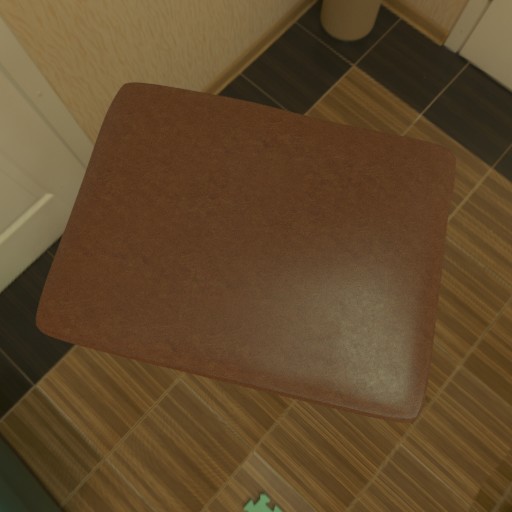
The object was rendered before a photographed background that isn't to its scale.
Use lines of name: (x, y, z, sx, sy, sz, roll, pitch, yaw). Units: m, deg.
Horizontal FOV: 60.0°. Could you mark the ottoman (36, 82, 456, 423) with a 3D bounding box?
ottoman: (0.000, 0.000, 1.177, 0.851, 0.485, 0.650, 13, 76, 3)
